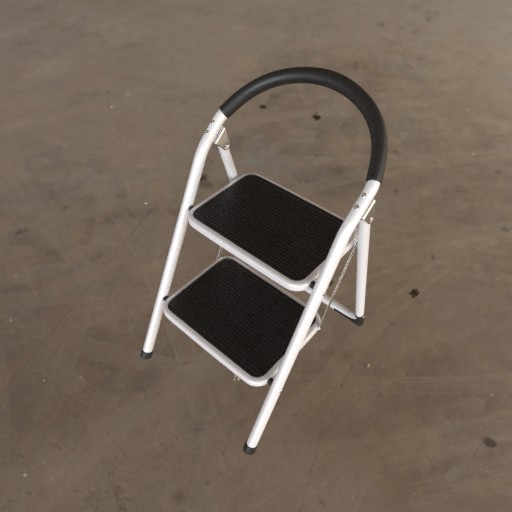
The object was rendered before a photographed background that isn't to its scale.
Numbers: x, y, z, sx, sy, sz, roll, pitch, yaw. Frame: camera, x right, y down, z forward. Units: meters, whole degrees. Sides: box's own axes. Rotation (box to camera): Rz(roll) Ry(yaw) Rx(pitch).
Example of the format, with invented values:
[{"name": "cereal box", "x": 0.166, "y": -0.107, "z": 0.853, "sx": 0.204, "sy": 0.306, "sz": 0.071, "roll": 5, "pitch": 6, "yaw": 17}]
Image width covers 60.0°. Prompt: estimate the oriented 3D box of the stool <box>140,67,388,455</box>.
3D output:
[{"name": "stool", "x": 0.000, "y": 0.000, "z": 1.105, "sx": 0.453, "sy": 0.760, "sz": 0.559, "roll": 33, "pitch": 55, "yaw": 27}]
